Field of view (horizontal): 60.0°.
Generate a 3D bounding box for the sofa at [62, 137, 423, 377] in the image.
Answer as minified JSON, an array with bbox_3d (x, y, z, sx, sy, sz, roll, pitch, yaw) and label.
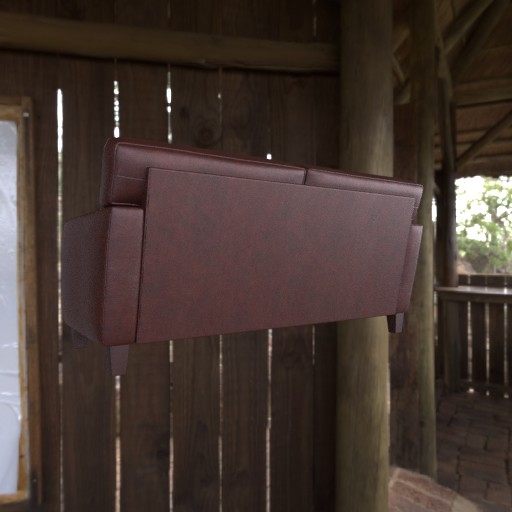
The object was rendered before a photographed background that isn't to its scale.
[{"bbox_3d":[0.000,0.000,2.436,1.876,0.928,0.912,0,0,-34],"label":"sofa"}]
